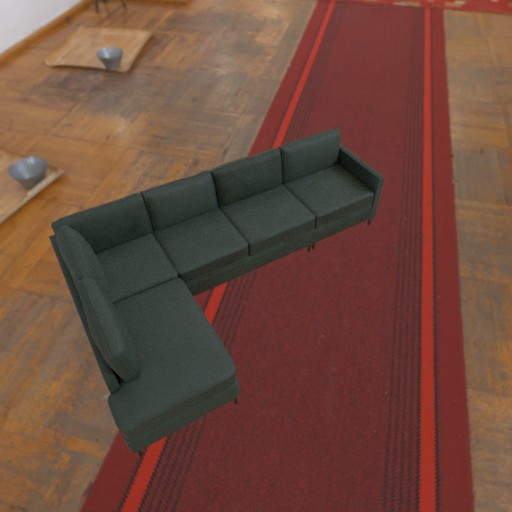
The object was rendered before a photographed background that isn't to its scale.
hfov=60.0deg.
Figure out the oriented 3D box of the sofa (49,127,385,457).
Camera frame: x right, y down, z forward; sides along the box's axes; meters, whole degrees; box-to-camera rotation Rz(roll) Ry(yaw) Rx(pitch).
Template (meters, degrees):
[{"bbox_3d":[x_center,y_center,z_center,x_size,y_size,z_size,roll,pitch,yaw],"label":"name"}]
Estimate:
[{"bbox_3d":[0.000,0.000,4.279,3.384,0.996,2.048,-23,50,-21],"label":"sofa"}]
